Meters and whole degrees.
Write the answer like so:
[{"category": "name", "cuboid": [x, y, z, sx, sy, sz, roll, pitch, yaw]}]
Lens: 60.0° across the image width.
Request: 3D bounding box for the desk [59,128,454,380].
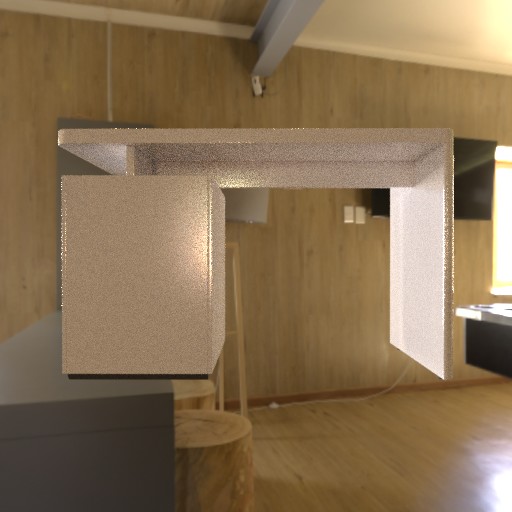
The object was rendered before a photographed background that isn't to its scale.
[{"category": "desk", "cuboid": [0.000, 0.000, 1.591, 1.200, 0.760, 0.550, 0, 0, 0]}]
